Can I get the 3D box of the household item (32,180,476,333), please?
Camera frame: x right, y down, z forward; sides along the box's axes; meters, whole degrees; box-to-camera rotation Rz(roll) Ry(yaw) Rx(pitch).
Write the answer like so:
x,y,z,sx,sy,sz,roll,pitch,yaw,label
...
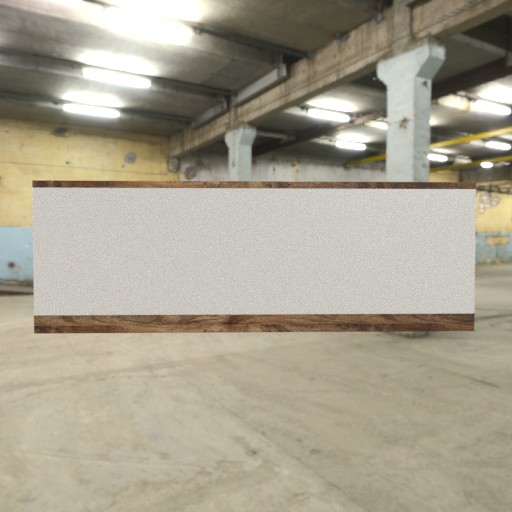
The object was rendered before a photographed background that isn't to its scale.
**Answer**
x,y,z,sx,sy,sz,roll,pitch,yaw,label
0.000,0.000,1.999,1.800,0.615,0.390,0,1,-2,household item
